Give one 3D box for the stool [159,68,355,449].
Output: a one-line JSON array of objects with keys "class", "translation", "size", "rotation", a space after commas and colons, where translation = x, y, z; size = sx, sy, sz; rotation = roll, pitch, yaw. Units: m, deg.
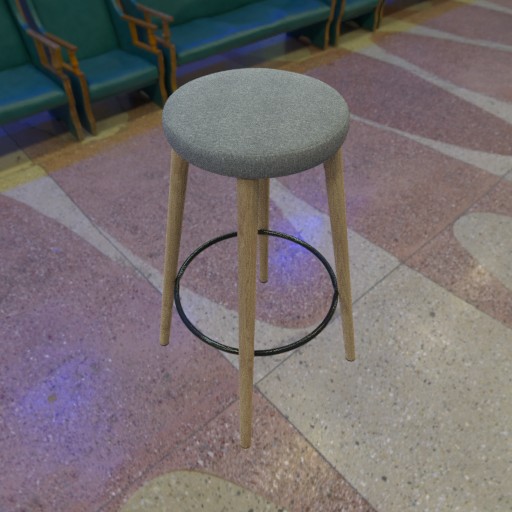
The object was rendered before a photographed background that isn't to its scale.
[{"class": "stool", "translation": [0.000, 0.000, 1.010], "size": [0.410, 0.770, 0.410], "rotation": [-30, 53, -27]}]
